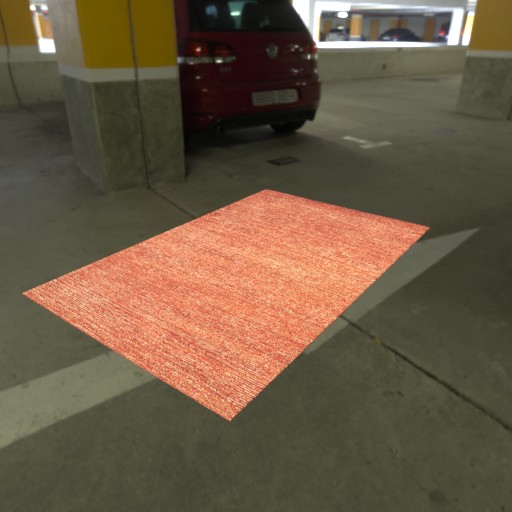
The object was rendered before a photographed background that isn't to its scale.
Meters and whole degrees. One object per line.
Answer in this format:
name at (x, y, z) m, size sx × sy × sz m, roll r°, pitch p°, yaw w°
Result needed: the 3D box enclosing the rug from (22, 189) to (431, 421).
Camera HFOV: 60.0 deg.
rug at (0.000, 0.000, 2.172) m, size 1.139 × 0.011 × 1.747 m, roll 19°, pitch 32°, yaw 33°
